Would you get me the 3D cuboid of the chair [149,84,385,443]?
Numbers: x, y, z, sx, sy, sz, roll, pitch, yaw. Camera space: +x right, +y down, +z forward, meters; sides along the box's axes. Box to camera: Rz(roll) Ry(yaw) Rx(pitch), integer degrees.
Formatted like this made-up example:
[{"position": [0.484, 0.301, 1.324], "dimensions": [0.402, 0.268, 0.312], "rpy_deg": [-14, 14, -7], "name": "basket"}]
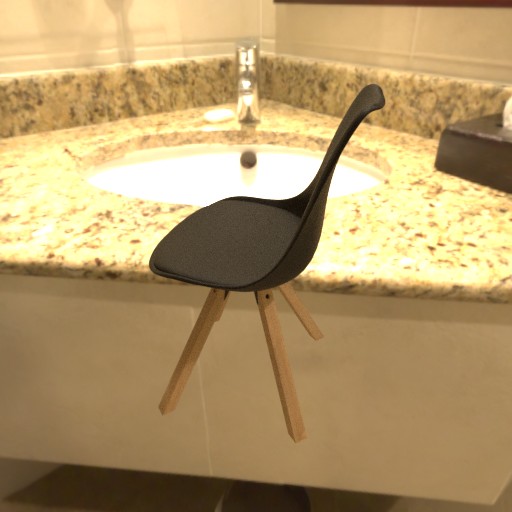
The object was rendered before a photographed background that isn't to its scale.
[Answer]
[{"position": [0.000, 0.000, 1.180], "dimensions": [0.549, 0.850, 0.485], "rpy_deg": [7, 32, 12], "name": "chair"}]
